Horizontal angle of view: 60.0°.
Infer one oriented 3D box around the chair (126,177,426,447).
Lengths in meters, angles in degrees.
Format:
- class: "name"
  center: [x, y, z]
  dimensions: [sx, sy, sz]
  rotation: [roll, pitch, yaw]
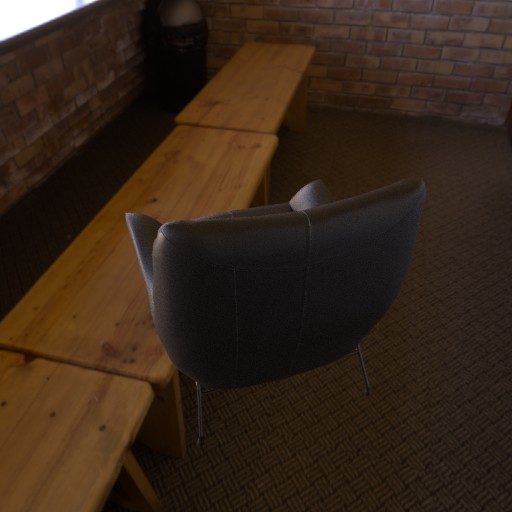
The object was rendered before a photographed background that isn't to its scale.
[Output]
- class: "chair"
  center: [0.000, 0.000, 1.566]
  dimensions: [0.836, 0.922, 0.826]
  rotation: [-12, 43, -13]
